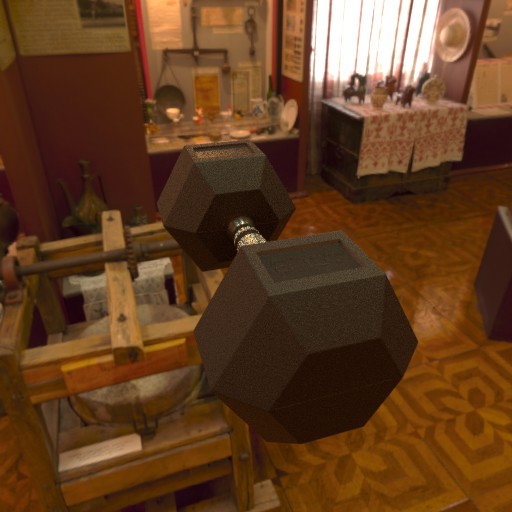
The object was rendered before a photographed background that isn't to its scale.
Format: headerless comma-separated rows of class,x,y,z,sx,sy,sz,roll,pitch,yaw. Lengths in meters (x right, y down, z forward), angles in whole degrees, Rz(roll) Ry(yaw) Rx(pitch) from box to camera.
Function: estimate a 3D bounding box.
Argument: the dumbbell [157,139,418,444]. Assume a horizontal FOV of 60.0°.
dumbbell,0.000,0.000,0.434,0.157,0.137,0.361,-9,32,-15
